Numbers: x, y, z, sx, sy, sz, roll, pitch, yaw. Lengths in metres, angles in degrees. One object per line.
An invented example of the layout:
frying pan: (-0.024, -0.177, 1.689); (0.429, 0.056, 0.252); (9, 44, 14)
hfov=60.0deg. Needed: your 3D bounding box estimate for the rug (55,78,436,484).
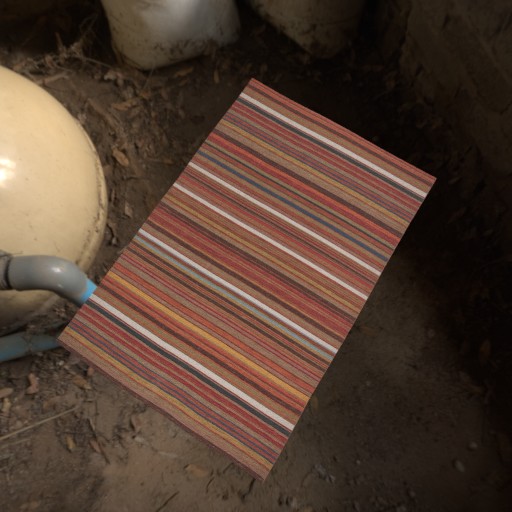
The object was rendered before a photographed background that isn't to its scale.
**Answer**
rug: (0.000, 0.000, 2.334); (1.217, 0.007, 1.828); (31, 77, 8)
